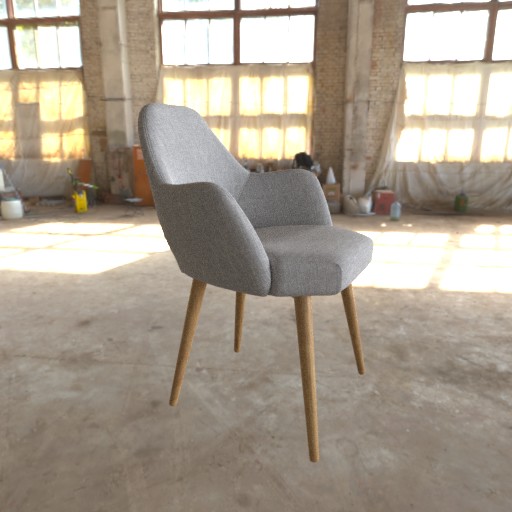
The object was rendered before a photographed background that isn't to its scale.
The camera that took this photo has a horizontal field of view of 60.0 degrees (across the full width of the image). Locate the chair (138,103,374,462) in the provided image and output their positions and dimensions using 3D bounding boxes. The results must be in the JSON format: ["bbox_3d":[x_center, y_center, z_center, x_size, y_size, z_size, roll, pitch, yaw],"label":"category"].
[{"bbox_3d":[0.000,0.000,1.264,0.610,0.840,0.590,7,16,26],"label":"chair"}]
